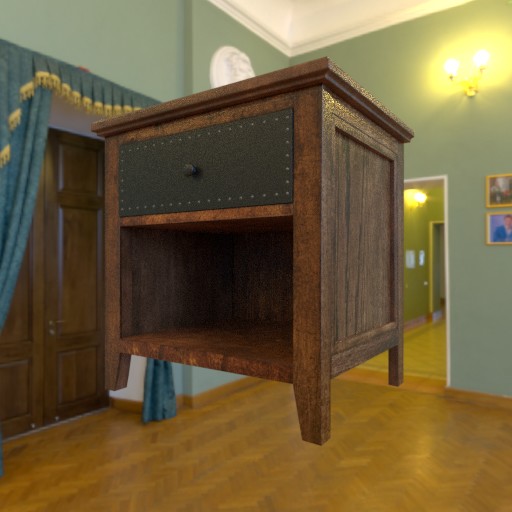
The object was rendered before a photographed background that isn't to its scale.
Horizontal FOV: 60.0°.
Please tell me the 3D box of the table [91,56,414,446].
[{"bbox_3d":[0.000,0.000,1.015,0.586,0.597,0.461,0,-1,34],"label":"table"}]
